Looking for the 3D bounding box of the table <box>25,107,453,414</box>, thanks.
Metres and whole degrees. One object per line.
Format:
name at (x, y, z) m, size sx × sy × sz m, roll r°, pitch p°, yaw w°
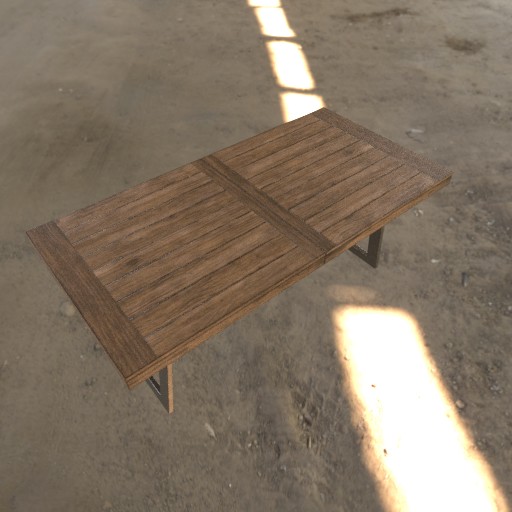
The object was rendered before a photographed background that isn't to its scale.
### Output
table at (0.000, 0.000, 2.383) m, size 1.867 × 0.757 × 0.931 m, roll -30°, pitch 52°, yaw -27°
